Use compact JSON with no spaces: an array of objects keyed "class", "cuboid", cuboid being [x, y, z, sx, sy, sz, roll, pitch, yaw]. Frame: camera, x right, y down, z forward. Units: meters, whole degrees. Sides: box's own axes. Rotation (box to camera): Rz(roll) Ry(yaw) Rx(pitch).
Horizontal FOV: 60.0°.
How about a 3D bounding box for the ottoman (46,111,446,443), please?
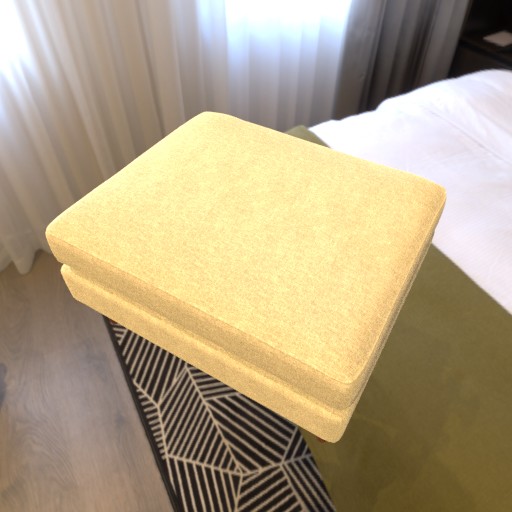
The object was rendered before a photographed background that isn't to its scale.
[{"class":"ottoman","cuboid":[0.000,0.000,1.254,0.821,0.474,0.693,23,51,21]}]
